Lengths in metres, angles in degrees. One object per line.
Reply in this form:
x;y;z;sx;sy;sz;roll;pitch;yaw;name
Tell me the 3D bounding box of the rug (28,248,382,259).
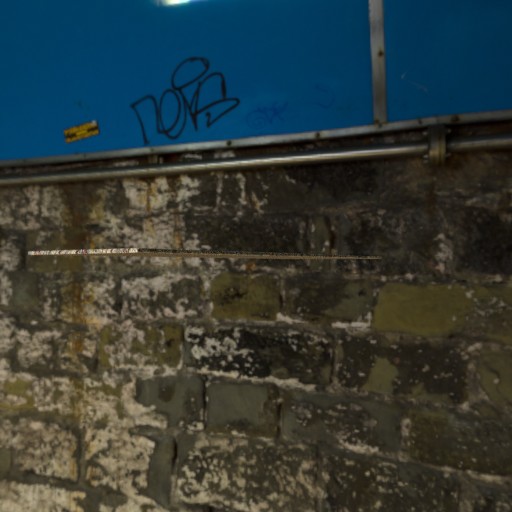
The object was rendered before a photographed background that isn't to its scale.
0.000;0.000;2.561;0.688;0.015;2.292;-1;-1;35;rug
